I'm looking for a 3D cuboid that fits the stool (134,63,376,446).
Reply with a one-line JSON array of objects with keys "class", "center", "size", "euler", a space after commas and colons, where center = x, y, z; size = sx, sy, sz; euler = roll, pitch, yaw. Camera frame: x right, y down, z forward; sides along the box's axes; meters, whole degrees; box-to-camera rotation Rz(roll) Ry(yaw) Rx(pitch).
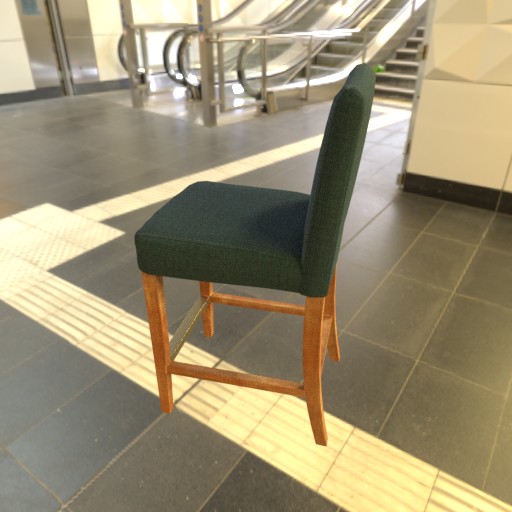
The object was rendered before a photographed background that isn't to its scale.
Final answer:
[{"class": "stool", "center": [0.000, 0.000, 1.328], "size": [0.567, 1.039, 0.454], "euler": [8, 31, 13]}]
